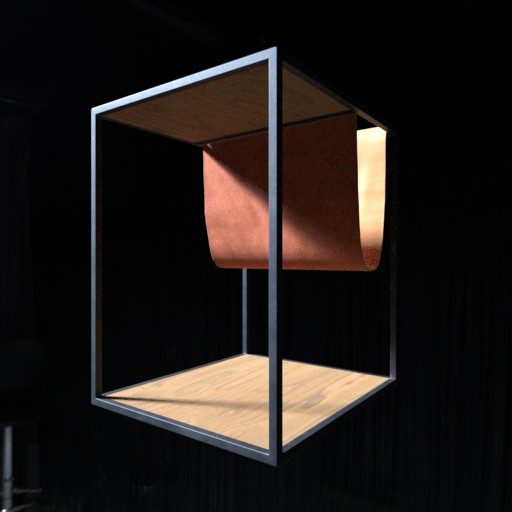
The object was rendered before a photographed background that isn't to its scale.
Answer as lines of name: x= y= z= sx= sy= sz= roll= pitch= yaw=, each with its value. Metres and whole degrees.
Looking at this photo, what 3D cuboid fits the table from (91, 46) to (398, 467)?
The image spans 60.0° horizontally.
table: x=0.000 y=0.000 z=0.854 sx=0.399 sy=0.536 sz=0.450 roll=0 pitch=0 yaw=37
